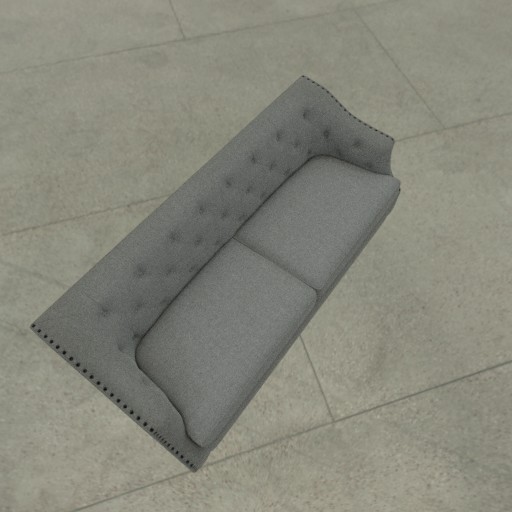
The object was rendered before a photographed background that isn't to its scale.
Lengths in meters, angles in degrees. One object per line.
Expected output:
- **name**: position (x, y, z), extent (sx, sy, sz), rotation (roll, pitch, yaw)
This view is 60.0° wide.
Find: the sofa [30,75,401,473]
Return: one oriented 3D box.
- **sofa**: position (0.000, 0.000, 2.669), extent (0.914, 0.901, 2.235), rotation (33, 64, 18)
